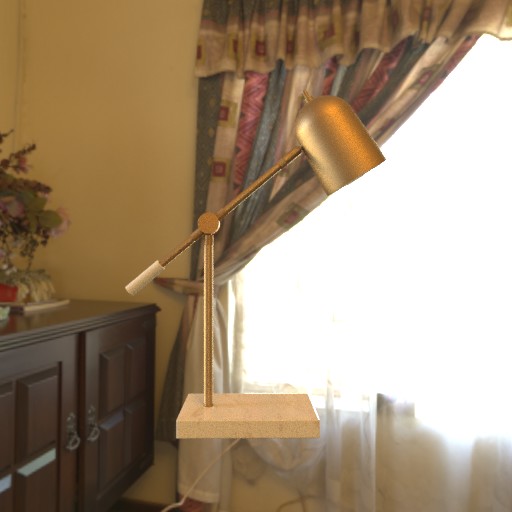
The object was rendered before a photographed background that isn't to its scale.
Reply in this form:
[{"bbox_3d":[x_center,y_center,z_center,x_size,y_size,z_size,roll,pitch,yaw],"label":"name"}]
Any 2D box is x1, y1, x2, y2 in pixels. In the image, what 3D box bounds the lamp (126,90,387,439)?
[{"bbox_3d":[0.000,0.000,0.805,0.471,0.603,0.144,0,0,-1],"label":"lamp"}]
